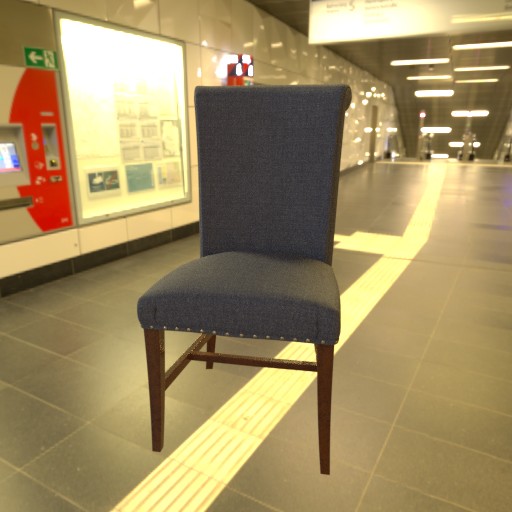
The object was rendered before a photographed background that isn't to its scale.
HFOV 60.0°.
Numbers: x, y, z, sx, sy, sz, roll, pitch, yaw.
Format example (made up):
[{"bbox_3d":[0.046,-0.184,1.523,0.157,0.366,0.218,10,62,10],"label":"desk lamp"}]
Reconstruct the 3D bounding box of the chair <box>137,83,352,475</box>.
[{"bbox_3d":[0.000,0.000,1.308,0.513,0.988,0.608,3,16,10],"label":"chair"}]
